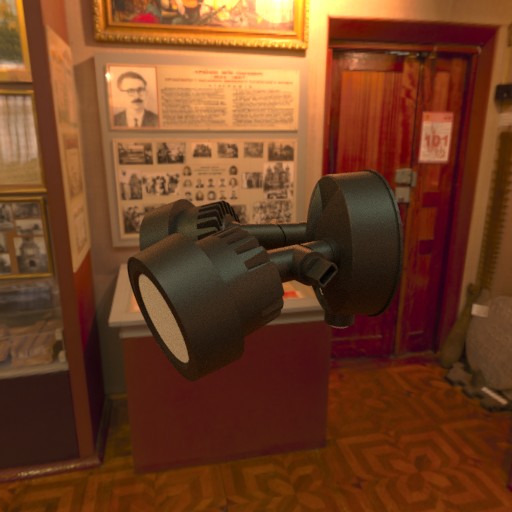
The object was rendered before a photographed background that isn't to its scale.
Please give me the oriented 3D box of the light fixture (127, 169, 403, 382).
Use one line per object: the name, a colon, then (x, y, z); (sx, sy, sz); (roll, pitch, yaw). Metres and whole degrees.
light fixture: (0.000, 0.000, 0.317); (0.168, 0.120, 0.213); (-3, 16, -10)
